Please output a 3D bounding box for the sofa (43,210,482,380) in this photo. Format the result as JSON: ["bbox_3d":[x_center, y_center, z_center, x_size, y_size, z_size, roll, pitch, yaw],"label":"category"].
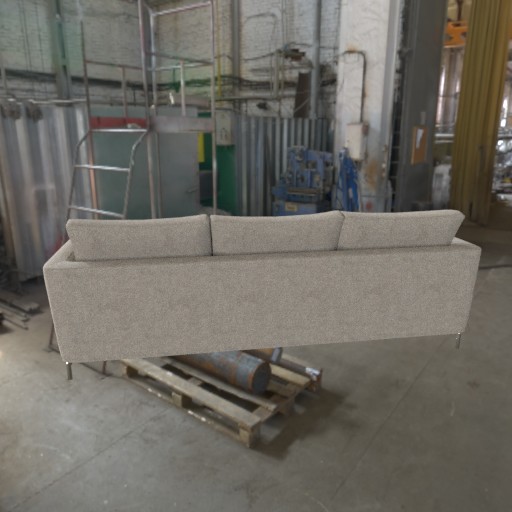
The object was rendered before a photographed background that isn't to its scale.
[{"bbox_3d":[0.000,0.000,3.161,2.438,0.864,1.626,-3,16,-9],"label":"sofa"}]
